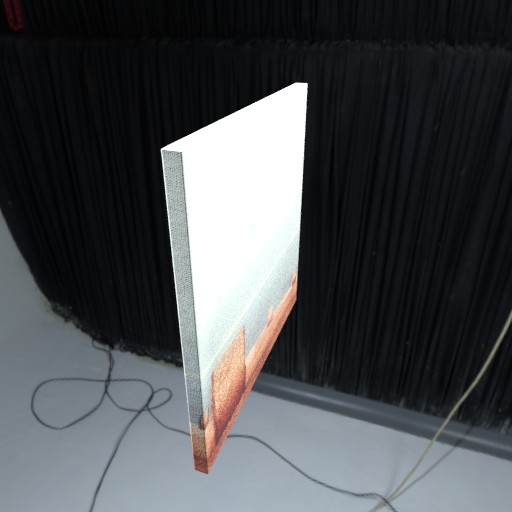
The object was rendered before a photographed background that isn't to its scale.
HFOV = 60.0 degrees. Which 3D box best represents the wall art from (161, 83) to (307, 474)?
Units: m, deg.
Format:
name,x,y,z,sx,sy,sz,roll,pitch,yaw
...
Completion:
name,x,y,z,sx,sy,sz,roll,pitch,yaw
wall art,0.000,0.000,1.167,0.042,0.760,0.760,10,30,18
